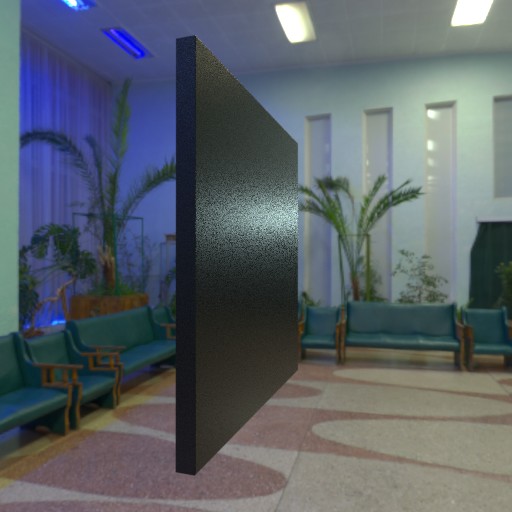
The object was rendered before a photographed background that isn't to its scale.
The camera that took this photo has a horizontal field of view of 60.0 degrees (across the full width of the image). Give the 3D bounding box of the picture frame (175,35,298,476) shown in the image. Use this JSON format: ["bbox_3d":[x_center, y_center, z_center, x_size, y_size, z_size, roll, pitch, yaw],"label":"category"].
[{"bbox_3d":[0.000,0.000,0.829,0.029,0.557,0.559,0,0,19],"label":"picture frame"}]
